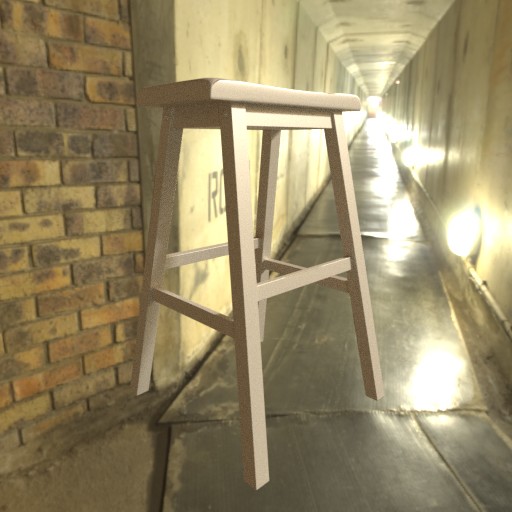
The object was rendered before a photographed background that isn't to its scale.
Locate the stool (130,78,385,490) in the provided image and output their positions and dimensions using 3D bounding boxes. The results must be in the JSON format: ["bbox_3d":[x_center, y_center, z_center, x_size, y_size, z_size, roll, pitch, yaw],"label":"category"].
[{"bbox_3d":[0.000,0.000,1.055,0.457,0.737,0.476,-14,20,-42],"label":"stool"}]
